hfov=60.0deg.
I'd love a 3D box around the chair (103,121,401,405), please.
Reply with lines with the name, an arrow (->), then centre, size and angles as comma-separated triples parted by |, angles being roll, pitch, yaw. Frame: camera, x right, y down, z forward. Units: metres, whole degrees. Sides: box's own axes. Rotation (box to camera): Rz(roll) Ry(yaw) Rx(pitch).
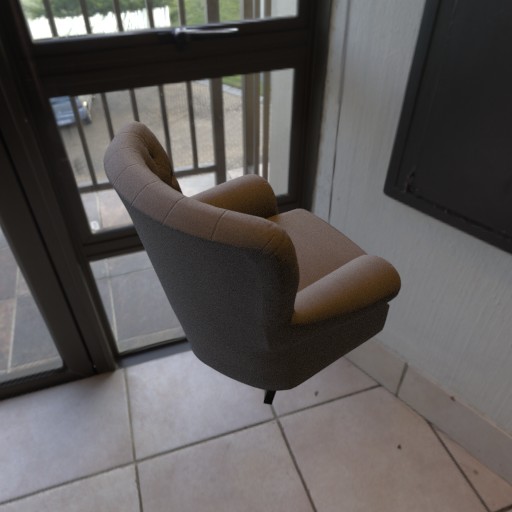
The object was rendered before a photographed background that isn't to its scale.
chair -> 0.000, 0.000, 1.820 | 0.983, 1.046, 0.983 | -26, 47, -27
